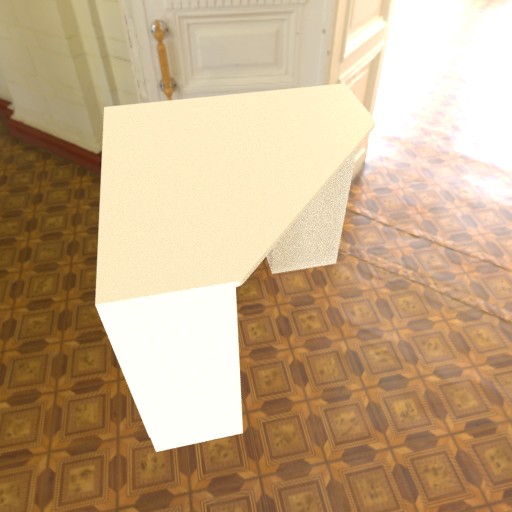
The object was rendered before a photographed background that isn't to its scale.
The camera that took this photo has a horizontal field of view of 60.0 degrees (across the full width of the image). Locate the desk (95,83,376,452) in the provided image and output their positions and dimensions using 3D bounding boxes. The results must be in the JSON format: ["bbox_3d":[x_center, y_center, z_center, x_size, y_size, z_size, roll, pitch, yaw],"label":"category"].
[{"bbox_3d":[0.000,0.000,1.651,0.926,0.818,0.940,-9,46,-9],"label":"desk"}]
